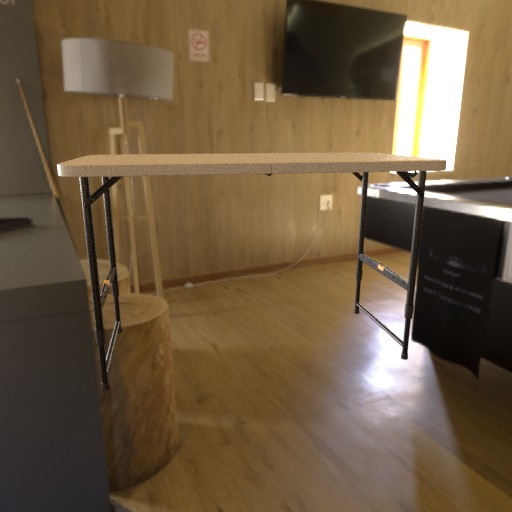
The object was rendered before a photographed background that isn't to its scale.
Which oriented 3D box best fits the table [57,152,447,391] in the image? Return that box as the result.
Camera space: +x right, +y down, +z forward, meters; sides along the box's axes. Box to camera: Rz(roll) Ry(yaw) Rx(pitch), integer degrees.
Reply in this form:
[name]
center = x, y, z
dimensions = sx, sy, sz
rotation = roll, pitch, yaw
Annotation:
[table]
center = 0.000, 0.000, 1.688
dimensions = 1.245, 0.737, 0.611
rotation = -3, 16, -11
